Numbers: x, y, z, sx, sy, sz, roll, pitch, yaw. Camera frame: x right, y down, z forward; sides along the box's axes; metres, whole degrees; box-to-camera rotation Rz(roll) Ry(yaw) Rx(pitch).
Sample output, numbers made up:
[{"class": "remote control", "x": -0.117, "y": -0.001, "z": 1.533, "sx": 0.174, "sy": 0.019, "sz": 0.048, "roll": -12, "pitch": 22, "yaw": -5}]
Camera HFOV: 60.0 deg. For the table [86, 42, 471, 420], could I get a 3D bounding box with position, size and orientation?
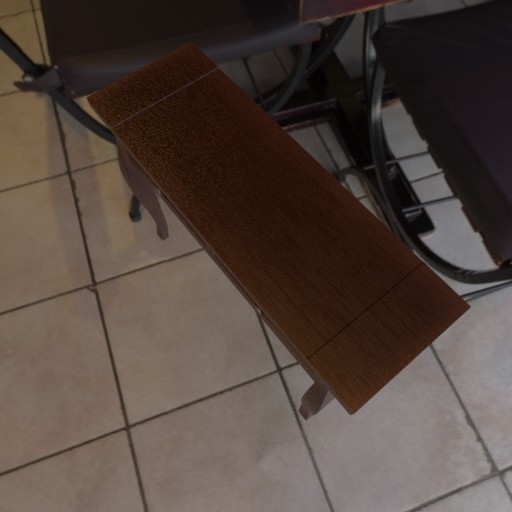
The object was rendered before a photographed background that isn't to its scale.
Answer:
[{"class": "table", "x": 0.000, "y": 0.000, "z": 1.445, "sx": 0.373, "sy": 0.768, "sz": 1.062, "roll": -36, "pitch": 70, "yaw": -15}]
